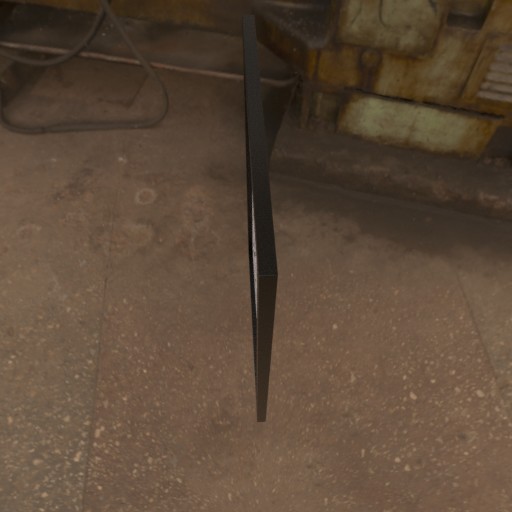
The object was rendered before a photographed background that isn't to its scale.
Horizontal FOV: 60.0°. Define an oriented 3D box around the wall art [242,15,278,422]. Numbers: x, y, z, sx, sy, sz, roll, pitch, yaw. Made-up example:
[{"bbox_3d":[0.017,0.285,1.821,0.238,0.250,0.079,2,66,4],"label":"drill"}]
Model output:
[{"bbox_3d":[0.000,0.000,0.835,0.019,0.656,0.462,-3,58,-2],"label":"wall art"}]
